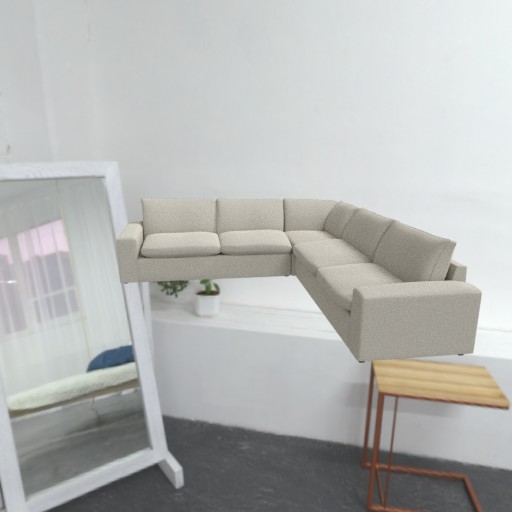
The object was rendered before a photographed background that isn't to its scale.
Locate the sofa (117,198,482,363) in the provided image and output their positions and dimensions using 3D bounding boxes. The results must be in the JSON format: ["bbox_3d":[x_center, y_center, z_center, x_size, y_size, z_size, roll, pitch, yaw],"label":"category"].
[{"bbox_3d":[0.000,0.000,4.747,3.066,0.918,3.206,-2,16,-8],"label":"sofa"}]
